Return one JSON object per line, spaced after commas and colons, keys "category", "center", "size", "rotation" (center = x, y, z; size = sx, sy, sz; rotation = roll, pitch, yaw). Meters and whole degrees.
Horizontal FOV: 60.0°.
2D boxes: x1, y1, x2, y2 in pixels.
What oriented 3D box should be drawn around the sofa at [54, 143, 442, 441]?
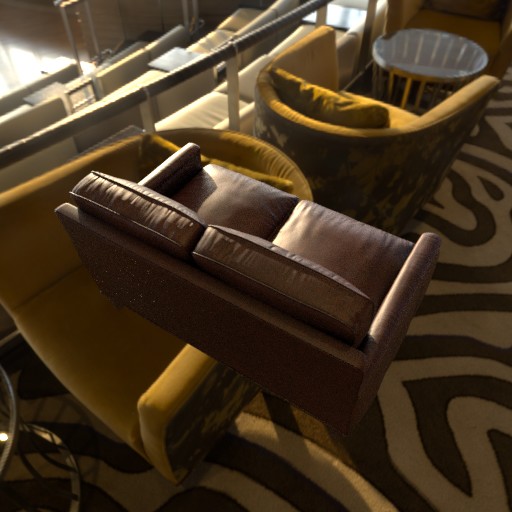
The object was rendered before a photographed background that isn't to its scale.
{"category": "sofa", "center": [0.000, 0.000, 2.286], "size": [1.628, 1.003, 1.083], "rotation": [25, 52, 21]}
